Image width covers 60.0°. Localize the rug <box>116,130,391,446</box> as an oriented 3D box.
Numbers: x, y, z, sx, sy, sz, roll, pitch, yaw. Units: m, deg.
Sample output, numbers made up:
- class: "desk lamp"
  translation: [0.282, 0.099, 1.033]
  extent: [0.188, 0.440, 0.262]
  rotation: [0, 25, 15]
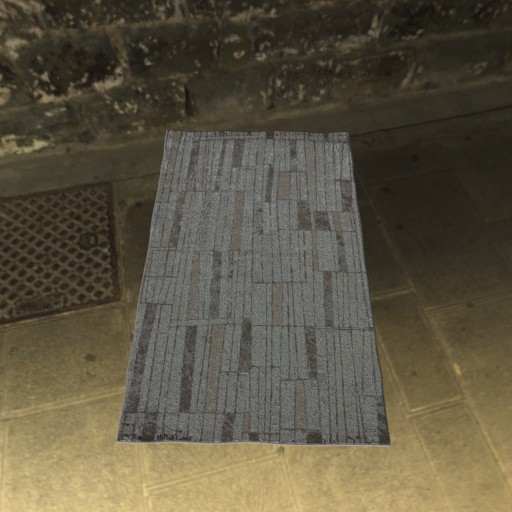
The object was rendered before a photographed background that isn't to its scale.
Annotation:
- class: "rug"
  translation: [0.000, 0.000, 3.084]
  extent: [1.531, 0.023, 2.444]
  rotation: [1, 59, 0]
